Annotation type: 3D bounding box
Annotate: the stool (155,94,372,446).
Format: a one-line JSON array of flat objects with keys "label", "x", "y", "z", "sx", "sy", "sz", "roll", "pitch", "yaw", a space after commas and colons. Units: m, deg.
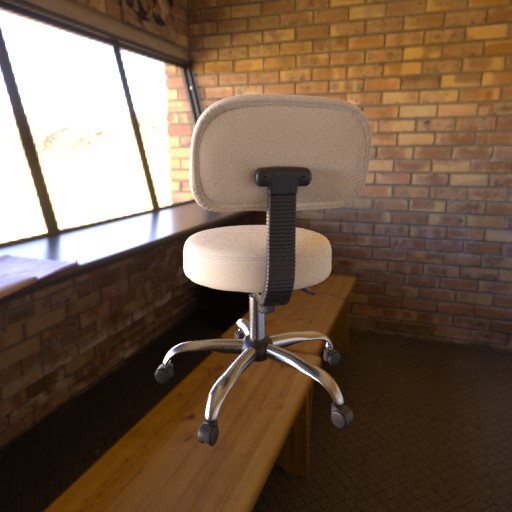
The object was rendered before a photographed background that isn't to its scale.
[{"label": "stool", "x": 0.000, "y": 0.000, "z": 1.269, "sx": 0.609, "sy": 0.810, "sz": 0.616, "roll": -3, "pitch": 14, "yaw": -11}]
